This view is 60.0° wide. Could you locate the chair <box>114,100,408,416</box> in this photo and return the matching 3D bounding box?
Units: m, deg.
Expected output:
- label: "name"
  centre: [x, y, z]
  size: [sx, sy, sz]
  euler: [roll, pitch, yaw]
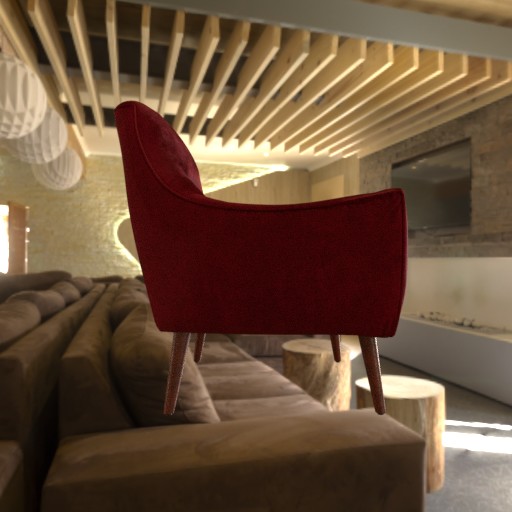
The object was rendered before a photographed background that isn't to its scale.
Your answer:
- label: "chair"
  centre: [0.000, 0.000, 1.467]
  size: [0.787, 0.838, 0.762]
  euler: [0, 0, 0]
